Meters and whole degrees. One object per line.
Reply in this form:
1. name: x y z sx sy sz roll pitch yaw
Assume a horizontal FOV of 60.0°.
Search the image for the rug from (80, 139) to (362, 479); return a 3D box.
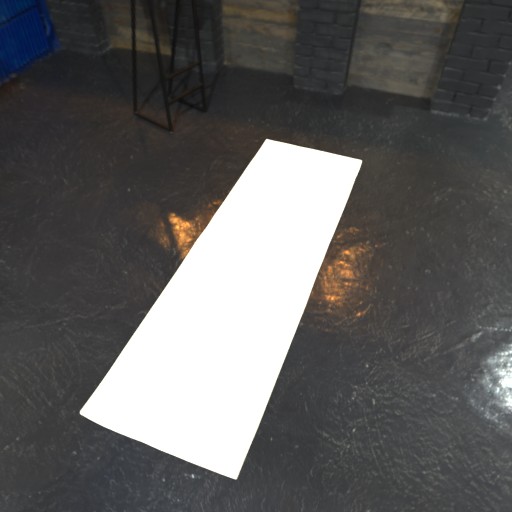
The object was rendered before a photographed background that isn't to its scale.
1. rug: 0.000 0.000 2.707 0.793 0.014 2.450 16 49 14
